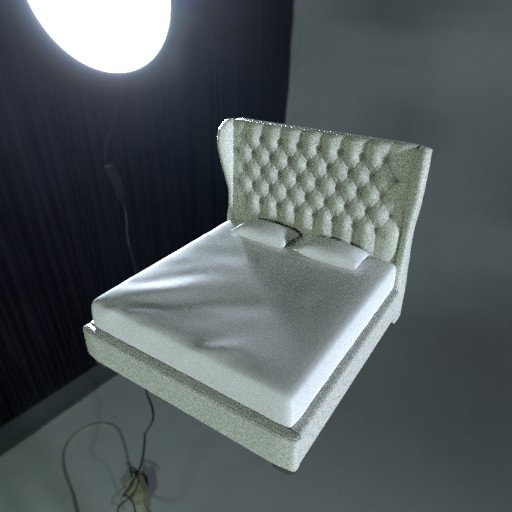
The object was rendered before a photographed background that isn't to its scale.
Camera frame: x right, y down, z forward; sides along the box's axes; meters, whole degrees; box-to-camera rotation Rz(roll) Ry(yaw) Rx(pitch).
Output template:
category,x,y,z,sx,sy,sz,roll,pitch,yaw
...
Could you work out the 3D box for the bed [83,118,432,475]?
category,x,y,z,sx,sy,sz,roll,pitch,yaw
bed,0.000,0.000,3.927,2.219,1.771,2.347,18,34,29
